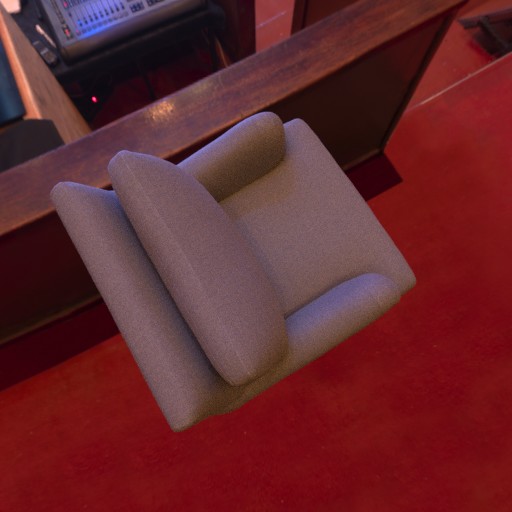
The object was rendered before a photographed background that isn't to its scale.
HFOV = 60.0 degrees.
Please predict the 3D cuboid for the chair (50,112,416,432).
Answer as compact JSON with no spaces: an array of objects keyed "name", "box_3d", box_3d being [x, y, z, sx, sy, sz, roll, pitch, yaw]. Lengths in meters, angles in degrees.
[{"name":"chair","box_3d":[0.000,0.000,1.857,1.070,1.038,0.955,-31,77,-8]}]
